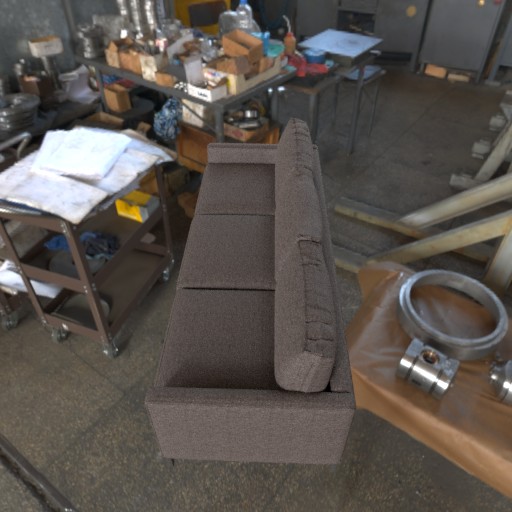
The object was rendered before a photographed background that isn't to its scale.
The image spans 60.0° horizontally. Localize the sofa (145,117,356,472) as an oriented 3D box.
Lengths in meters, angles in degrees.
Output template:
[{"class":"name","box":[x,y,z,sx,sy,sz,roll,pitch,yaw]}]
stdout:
[{"class":"sofa","box":[0.000,0.000,2.706,0.876,0.882,2.253,1,41,1]}]
